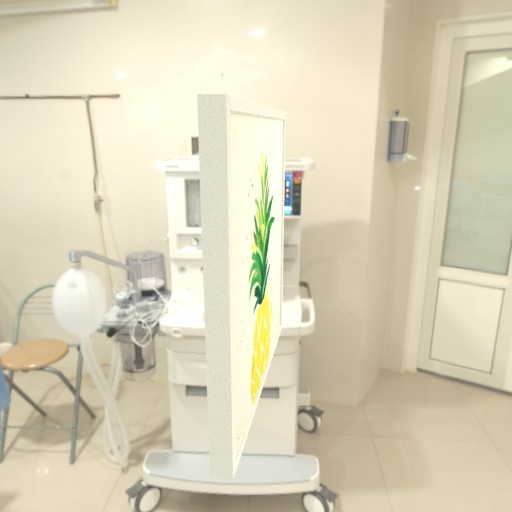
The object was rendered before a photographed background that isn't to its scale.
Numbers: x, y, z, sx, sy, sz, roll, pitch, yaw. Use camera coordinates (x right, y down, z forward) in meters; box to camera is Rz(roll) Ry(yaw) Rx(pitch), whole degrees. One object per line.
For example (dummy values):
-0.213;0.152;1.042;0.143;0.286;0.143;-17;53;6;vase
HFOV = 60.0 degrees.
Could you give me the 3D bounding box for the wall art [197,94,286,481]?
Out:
0.000;0.000;0.478;0.020;0.307;0.307;3;16;11;wall art
